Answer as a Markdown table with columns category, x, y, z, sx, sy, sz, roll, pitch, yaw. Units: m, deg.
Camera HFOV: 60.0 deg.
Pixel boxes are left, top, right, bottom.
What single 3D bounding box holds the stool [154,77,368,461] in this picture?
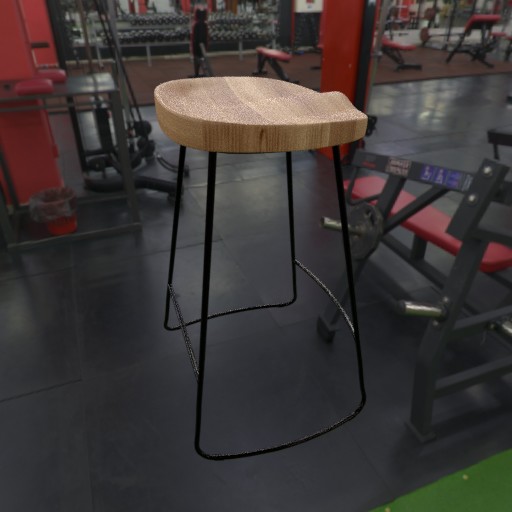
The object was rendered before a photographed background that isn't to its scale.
| category | x | y | z | sx | sy | sz | roll | pitch | yaw |
| --- | --- | --- | --- | --- | --- | --- | --- | --- | --- |
| stool | 0.000 | 0.000 | 0.958 | 0.401 | 0.679 | 0.480 | -10 | 33 | -16 |
